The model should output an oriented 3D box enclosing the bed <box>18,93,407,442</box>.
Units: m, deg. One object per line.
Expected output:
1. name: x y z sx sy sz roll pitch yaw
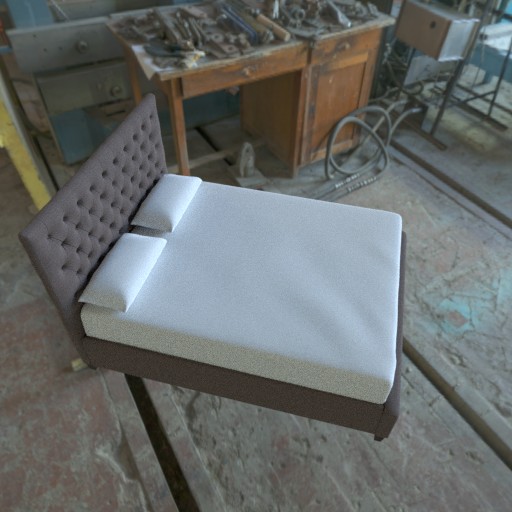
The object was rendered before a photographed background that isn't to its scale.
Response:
1. bed: 0.000 0.000 3.221 2.233 1.426 1.696 11 47 10
